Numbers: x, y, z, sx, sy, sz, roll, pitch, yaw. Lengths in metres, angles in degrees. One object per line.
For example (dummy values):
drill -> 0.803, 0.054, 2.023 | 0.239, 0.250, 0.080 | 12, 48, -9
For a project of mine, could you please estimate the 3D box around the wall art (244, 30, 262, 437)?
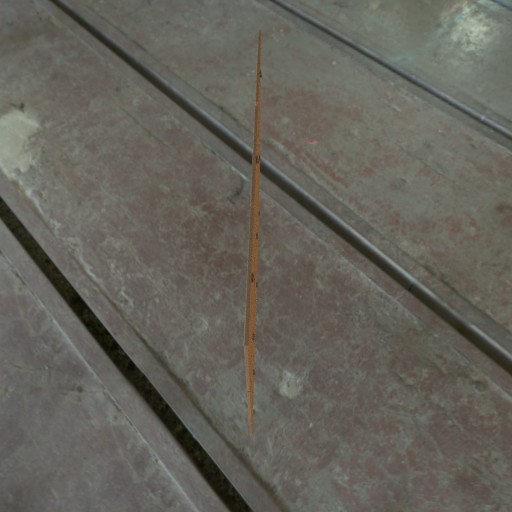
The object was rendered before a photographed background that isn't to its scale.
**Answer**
wall art -> 0.000, 0.000, 2.309 | 0.023, 1.522, 1.526 | 1, 59, 1
